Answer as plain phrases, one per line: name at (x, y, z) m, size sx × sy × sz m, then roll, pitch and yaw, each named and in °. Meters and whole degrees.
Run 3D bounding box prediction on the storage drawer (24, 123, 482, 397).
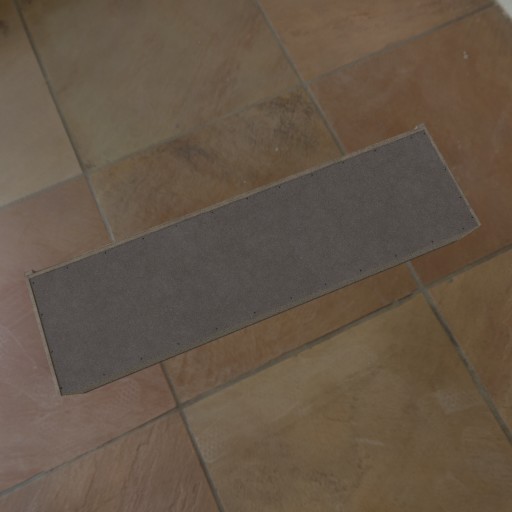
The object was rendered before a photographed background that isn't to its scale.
storage drawer at (0.000, 0.000, 2.206) m, size 2.072 × 0.274 × 0.591 m, roll -21°, pitch 76°, yaw -6°
